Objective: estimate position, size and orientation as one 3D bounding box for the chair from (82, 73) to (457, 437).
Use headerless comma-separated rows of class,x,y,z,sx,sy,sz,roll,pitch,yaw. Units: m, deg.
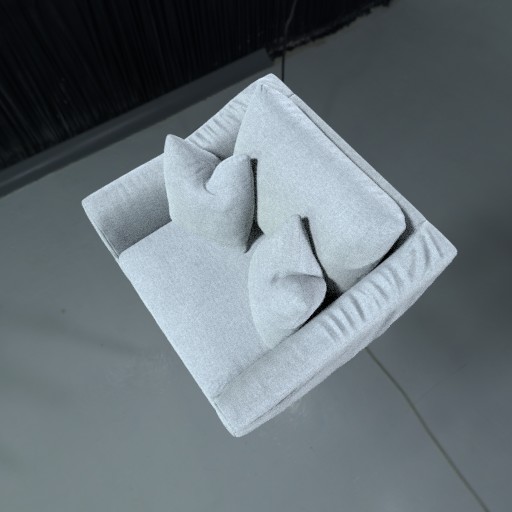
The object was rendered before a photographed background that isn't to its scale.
chair,0.000,0.000,2.052,1.071,1.059,1.194,-33,68,-15
